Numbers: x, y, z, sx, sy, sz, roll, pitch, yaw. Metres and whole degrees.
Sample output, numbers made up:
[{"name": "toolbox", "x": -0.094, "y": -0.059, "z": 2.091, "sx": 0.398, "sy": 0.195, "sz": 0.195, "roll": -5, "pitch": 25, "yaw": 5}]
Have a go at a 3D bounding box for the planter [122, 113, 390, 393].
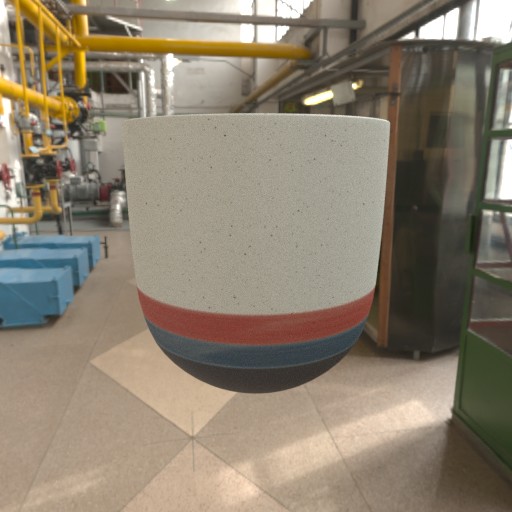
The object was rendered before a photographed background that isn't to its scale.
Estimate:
[{"name": "planter", "x": 0.000, "y": 0.000, "z": 0.375, "sx": 0.204, "sy": 0.214, "sz": 0.204, "roll": 0, "pitch": 13, "yaw": 0}]
